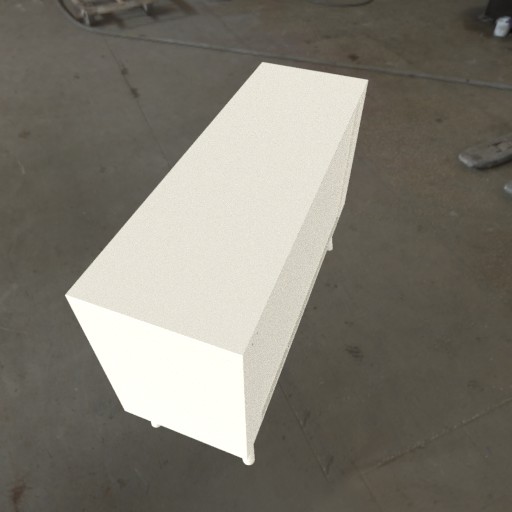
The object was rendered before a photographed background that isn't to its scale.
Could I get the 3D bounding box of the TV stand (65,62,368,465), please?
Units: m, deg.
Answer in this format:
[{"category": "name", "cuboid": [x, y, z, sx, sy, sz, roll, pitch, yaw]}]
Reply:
[{"category": "TV stand", "cuboid": [0.000, 0.000, 1.561, 0.406, 0.812, 1.193, 16, 49, 14]}]
